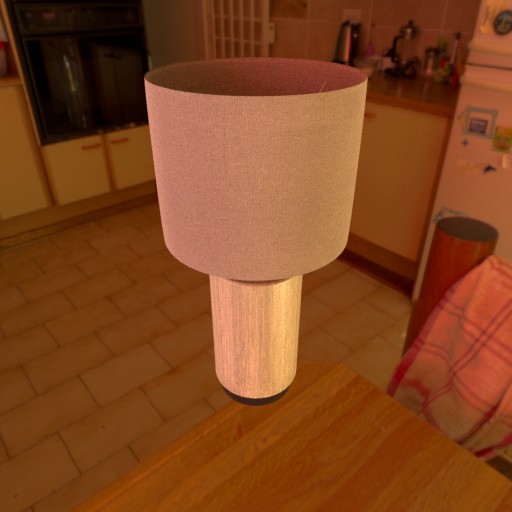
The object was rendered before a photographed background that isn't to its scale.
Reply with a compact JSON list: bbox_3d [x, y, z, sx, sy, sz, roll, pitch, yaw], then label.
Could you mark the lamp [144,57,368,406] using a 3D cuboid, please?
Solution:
[{"bbox_3d":[0.000,0.000,0.574,0.228,0.444,0.228,10,33,16],"label":"lamp"}]
